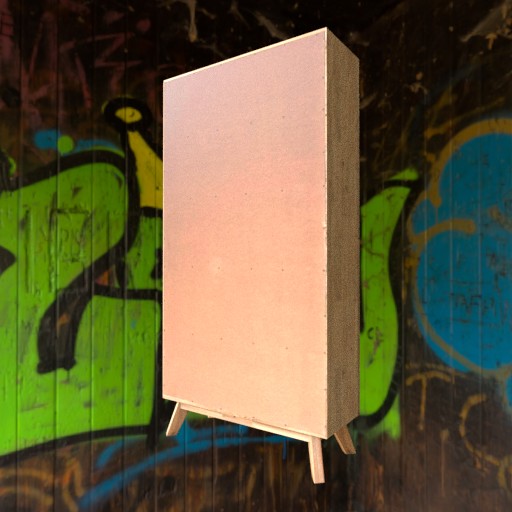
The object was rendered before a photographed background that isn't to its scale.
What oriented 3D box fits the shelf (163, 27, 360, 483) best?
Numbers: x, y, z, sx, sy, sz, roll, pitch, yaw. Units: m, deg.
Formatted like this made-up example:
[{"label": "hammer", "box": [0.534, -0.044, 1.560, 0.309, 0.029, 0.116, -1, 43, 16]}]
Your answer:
[{"label": "shelf", "box": [0.000, 0.000, 1.751, 0.748, 1.471, 0.308, 0, -1, 35]}]
